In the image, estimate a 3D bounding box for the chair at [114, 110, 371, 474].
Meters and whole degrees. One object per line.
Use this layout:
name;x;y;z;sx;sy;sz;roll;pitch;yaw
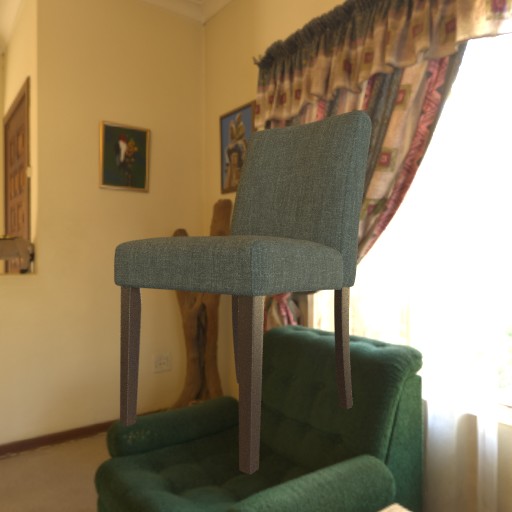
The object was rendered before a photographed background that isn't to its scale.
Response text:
chair;0.000;0.000;1.265;0.487;0.884;0.629;0;1;38
